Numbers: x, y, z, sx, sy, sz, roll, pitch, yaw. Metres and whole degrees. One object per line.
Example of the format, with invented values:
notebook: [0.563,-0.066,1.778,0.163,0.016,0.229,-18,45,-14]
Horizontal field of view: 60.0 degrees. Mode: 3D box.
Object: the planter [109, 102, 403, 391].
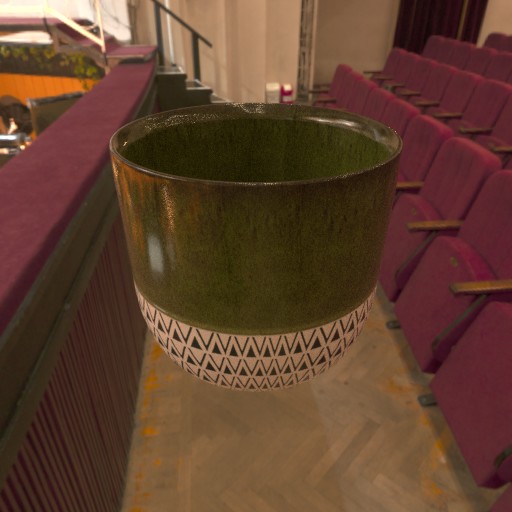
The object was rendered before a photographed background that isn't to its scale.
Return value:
planter: [0.000,0.000,0.484,0.266,0.270,0.266,0,31,0]
